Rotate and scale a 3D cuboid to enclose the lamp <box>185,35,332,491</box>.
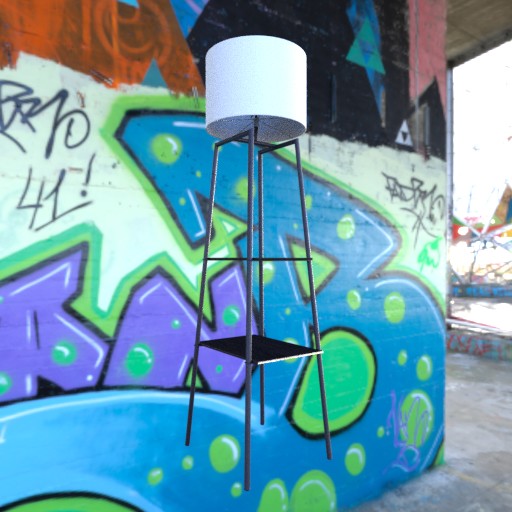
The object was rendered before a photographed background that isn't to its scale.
[{"bbox_3d":[0.000,0.000,1.667,0.384,1.474,0.427,0,0,-36],"label":"lamp"}]
